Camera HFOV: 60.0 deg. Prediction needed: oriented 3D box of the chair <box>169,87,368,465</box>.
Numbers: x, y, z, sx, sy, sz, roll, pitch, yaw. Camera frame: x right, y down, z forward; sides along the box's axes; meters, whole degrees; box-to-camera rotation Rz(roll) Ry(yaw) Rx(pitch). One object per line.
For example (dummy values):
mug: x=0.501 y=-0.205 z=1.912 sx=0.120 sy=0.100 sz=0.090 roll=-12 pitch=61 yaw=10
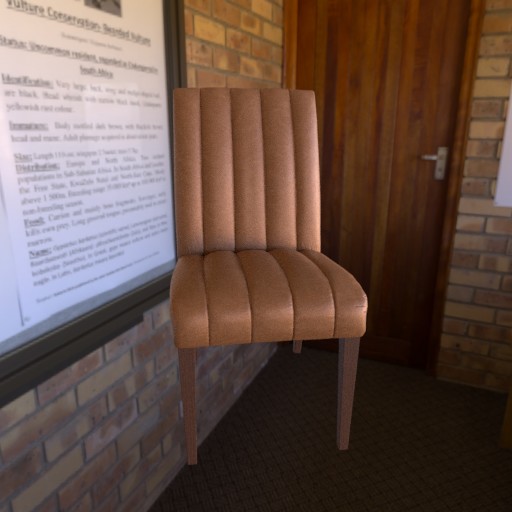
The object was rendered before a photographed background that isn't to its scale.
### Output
chair: x=0.000 y=0.000 z=1.370 sx=0.511 sy=1.016 sz=0.647 roll=-2 pitch=17 yaw=-7
